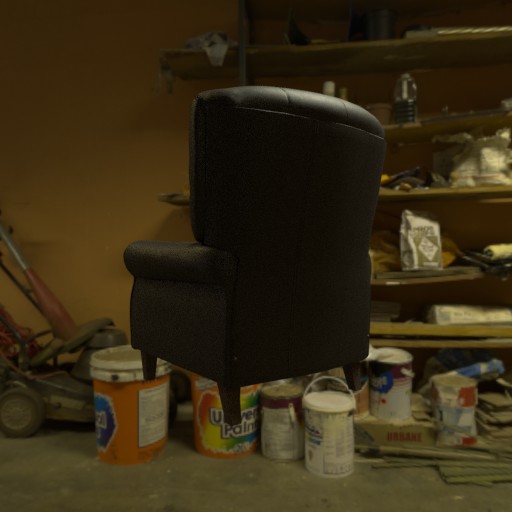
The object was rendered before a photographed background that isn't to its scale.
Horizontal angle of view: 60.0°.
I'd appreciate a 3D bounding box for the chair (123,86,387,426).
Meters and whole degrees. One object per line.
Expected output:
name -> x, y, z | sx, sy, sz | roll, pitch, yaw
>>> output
chair -> 0.000, 0.000, 1.949 | 0.948, 1.158, 1.058 | 0, 0, -38
